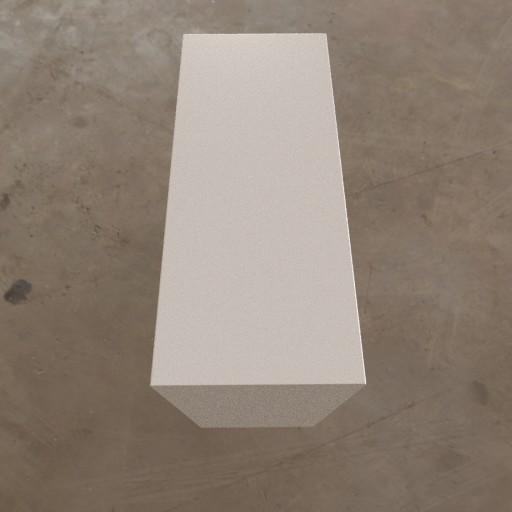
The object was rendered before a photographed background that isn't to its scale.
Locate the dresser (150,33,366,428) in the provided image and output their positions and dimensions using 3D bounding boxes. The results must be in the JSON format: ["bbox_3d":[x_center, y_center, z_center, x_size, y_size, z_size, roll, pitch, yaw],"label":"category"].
[{"bbox_3d":[0.000,0.000,1.631,0.460,1.000,1.100,0,64,0],"label":"dresser"}]
